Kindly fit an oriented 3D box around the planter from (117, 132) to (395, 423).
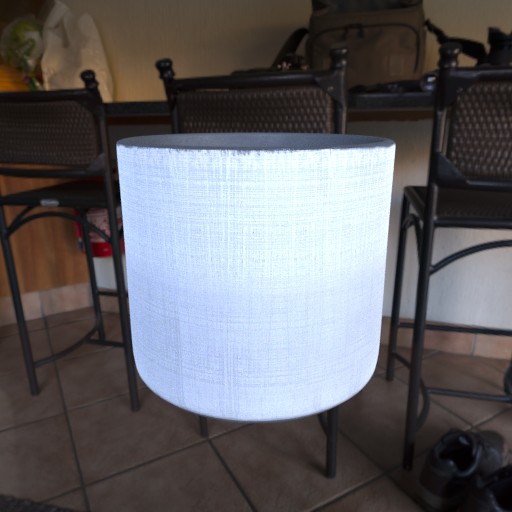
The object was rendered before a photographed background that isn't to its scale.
[{"bbox_3d":[0.000,0.000,0.389,0.221,0.201,0.221,0,18,0],"label":"planter"}]
